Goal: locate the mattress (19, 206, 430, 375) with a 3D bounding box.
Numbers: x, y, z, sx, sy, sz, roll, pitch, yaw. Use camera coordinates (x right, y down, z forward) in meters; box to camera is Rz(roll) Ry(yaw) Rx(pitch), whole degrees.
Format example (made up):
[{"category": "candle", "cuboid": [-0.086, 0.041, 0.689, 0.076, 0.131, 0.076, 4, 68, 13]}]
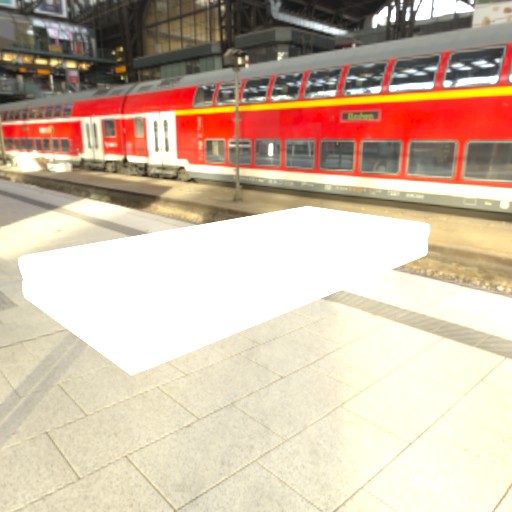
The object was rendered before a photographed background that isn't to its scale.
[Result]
[{"category": "mattress", "cuboid": [0.000, 0.000, 2.199, 1.900, 0.200, 0.900, -15, 21, -43]}]
